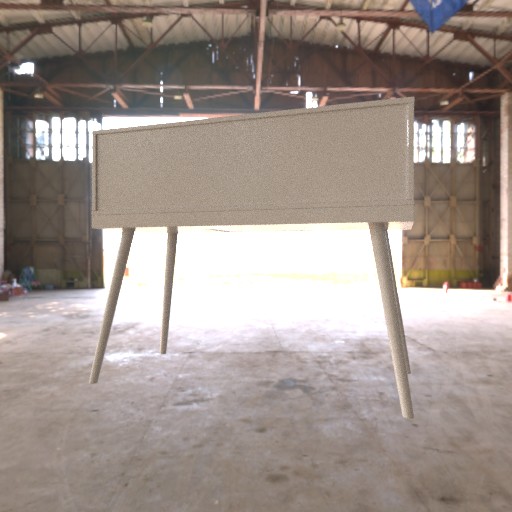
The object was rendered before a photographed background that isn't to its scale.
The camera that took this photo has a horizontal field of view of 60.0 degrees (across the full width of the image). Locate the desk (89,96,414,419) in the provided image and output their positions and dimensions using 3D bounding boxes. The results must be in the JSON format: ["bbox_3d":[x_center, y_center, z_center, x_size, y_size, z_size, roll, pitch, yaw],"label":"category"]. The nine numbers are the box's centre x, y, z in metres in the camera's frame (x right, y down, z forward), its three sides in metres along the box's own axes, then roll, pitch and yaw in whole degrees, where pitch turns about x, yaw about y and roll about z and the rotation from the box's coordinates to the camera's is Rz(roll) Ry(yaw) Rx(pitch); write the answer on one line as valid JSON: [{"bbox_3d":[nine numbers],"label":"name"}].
[{"bbox_3d":[0.000,0.000,1.800,1.199,0.990,0.559,0,0,18],"label":"desk"}]
